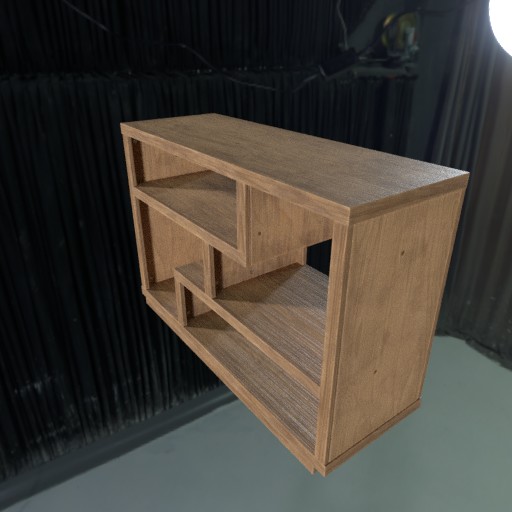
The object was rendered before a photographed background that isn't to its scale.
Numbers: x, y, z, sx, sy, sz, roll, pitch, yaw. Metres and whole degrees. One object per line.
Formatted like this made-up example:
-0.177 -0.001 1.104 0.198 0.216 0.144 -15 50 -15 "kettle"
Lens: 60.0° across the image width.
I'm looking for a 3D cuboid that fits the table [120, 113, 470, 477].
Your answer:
0.000 0.000 1.518 0.410 0.771 1.151 -18 31 -32 "table"
